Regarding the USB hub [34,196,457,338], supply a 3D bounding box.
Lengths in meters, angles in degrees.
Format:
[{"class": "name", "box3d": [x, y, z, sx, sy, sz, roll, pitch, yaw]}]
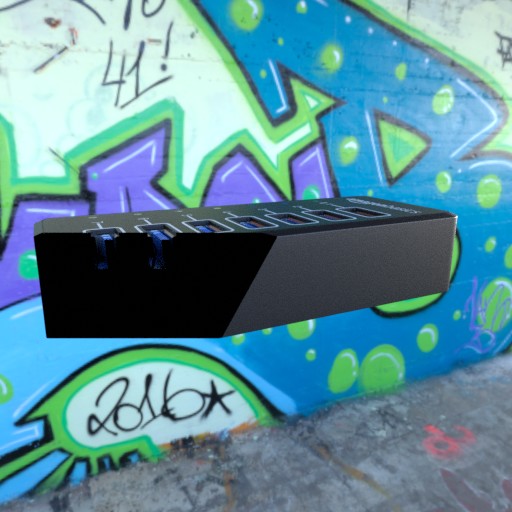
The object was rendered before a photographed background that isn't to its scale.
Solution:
[{"class": "USB hub", "box3d": [0.000, 0.000, 0.124, 0.110, 0.023, 0.044, -7, 17, -25]}]
